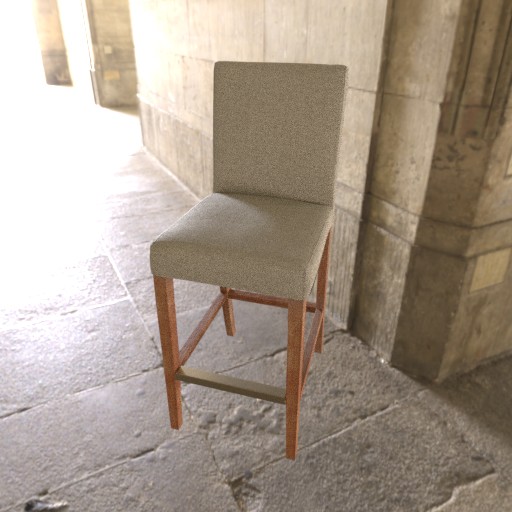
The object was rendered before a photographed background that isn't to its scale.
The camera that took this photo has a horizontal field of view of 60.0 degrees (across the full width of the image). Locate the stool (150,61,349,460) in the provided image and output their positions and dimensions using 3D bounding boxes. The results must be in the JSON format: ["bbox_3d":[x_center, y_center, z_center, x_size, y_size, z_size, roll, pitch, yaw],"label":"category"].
[{"bbox_3d":[0.000,0.000,1.397,0.439,1.088,0.570,8,29,15],"label":"stool"}]
